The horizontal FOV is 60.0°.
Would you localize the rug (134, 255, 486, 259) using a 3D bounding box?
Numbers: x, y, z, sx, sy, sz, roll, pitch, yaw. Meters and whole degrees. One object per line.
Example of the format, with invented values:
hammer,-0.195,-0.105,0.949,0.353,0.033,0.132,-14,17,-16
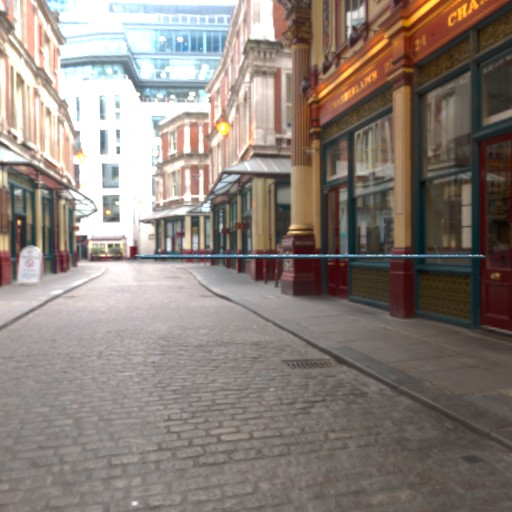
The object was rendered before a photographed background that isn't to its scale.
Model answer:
rug,0.000,0.000,2.318,1.211,0.012,1.833,0,0,-16
